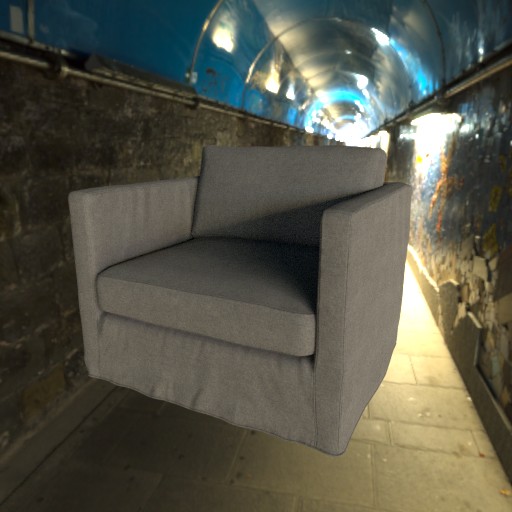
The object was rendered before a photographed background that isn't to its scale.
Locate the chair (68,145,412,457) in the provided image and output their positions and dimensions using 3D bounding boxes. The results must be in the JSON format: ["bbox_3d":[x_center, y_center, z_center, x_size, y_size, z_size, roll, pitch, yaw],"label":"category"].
[{"bbox_3d":[0.000,0.000,1.780,1.057,0.863,0.949,7,16,27],"label":"chair"}]
